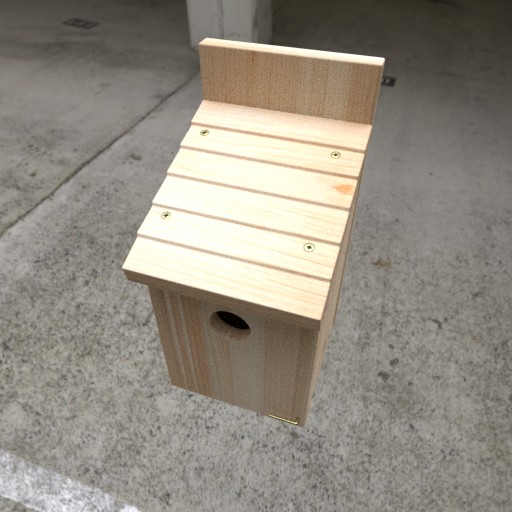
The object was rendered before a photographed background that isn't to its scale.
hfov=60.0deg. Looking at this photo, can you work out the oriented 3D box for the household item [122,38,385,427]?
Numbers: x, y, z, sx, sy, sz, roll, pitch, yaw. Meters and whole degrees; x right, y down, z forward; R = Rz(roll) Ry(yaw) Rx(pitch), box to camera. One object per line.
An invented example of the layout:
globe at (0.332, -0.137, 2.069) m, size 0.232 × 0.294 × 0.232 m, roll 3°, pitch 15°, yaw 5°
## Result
household item at (0.000, 0.000, 0.392) m, size 0.149 × 0.300 × 0.171 m, roll 13°, pitch 44°, yaw 14°
